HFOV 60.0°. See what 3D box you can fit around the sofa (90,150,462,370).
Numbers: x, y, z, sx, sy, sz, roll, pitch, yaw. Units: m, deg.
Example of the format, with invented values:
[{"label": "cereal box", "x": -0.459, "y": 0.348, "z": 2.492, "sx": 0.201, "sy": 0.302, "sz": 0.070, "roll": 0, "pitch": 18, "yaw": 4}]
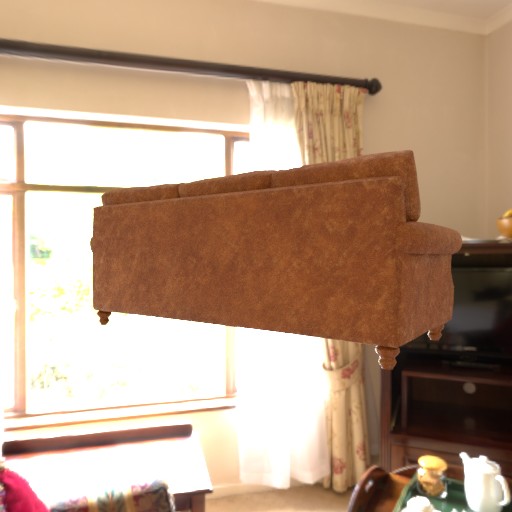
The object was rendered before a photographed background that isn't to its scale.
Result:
[{"label": "sofa", "x": 0.000, "y": 0.000, "z": 2.858, "sx": 2.351, "sy": 0.977, "sz": 0.973, "roll": 0, "pitch": 0, "yaw": 36}]
